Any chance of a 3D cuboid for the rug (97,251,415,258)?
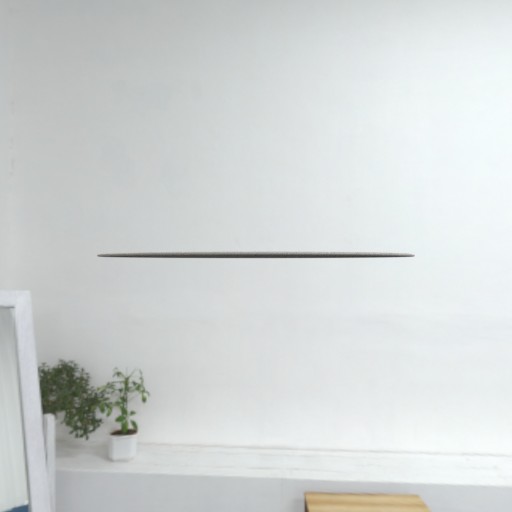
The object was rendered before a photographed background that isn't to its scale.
[{"bbox_3d":[0.000,0.000,2.360,1.593,0.012,1.593,0,-1,0],"label":"rug"}]
